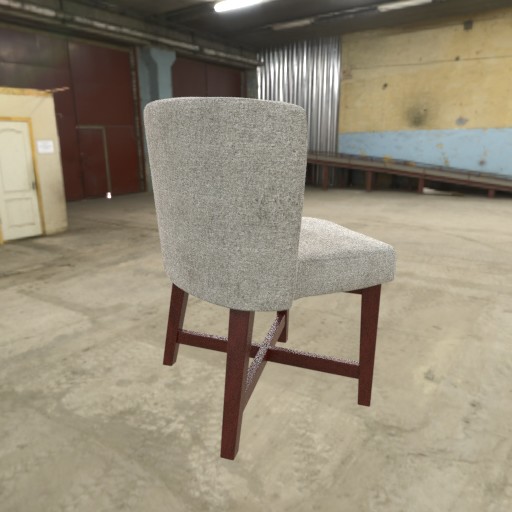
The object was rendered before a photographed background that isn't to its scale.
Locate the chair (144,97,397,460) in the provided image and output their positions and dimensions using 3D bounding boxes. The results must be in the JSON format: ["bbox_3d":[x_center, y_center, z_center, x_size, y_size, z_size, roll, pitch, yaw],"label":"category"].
[{"bbox_3d":[0.000,0.000,1.279,0.575,0.827,0.728,-7,15,-26],"label":"chair"}]
